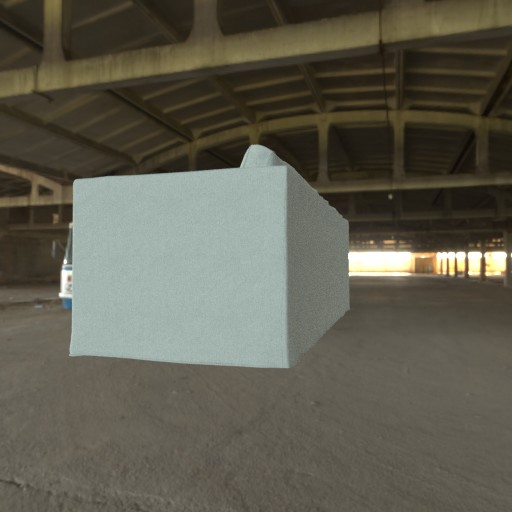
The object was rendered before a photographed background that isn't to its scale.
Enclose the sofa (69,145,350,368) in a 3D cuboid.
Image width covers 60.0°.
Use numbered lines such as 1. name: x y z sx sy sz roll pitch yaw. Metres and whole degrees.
1. sofa: 0.000 0.000 2.781 0.962 0.853 2.312 0 -1 17
